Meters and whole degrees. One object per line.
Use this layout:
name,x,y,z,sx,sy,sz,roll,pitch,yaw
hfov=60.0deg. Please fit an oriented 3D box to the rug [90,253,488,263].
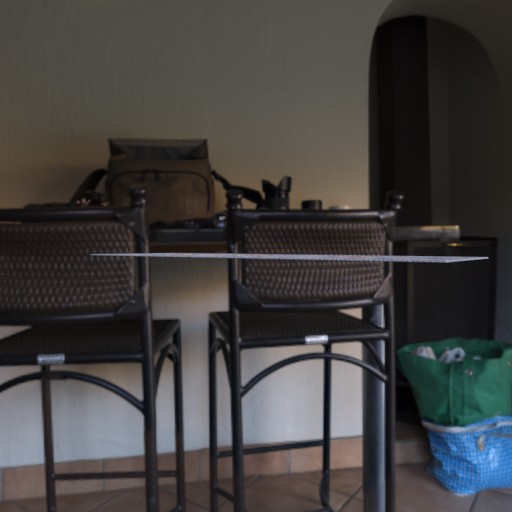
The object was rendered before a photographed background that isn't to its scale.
rug,0.000,0.000,2.727,2.432,0.008,0.766,1,2,38
